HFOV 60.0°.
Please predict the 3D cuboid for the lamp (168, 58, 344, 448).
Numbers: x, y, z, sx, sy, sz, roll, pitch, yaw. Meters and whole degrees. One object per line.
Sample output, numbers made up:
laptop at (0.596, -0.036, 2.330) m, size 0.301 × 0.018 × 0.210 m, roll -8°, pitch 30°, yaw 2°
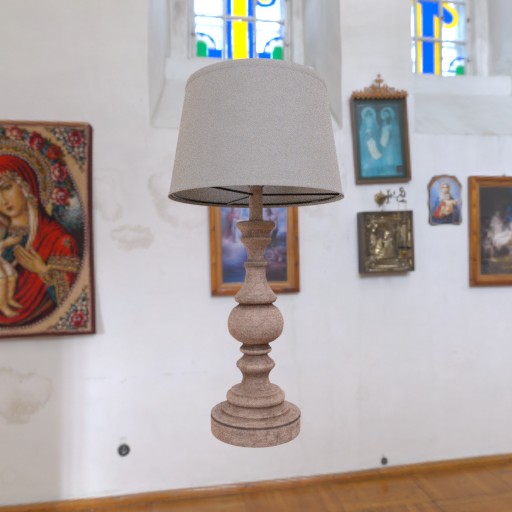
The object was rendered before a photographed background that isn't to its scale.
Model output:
lamp at (0.000, 0.000, 0.871) m, size 0.340 × 0.678 × 0.340 m, roll 0°, pitch 0°, yaw 0°
